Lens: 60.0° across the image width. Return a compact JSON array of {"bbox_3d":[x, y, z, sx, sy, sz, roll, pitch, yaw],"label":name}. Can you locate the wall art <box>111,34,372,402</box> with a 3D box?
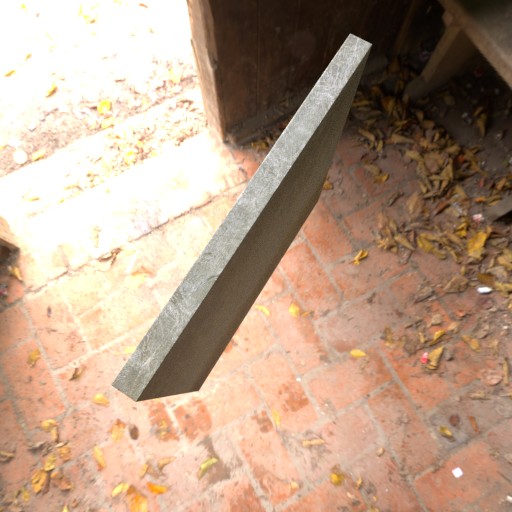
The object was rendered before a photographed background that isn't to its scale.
[{"bbox_3d":[0.000,0.000,0.901,0.038,0.610,0.610,31,77,8],"label":"wall art"}]
